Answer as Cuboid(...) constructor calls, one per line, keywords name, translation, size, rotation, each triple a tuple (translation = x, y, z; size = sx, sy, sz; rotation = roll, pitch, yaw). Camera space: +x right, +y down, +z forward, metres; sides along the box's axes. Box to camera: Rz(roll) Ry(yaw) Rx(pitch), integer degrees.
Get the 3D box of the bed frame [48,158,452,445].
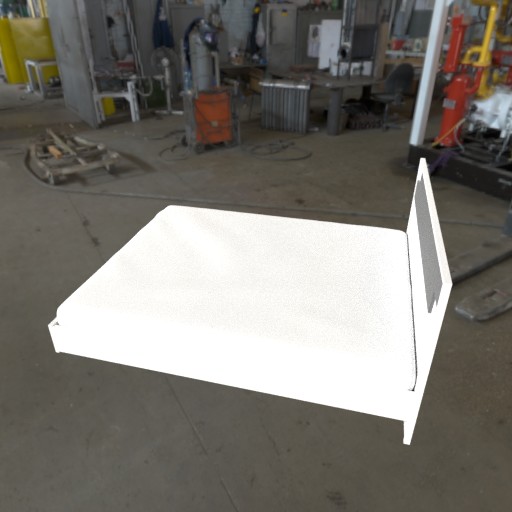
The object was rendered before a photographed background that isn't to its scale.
Cuboid(name="bed frame", translation=(0.000, 0.000, 2.999), size=(2.100, 1.001, 1.711), rotation=(8, 31, 13))
